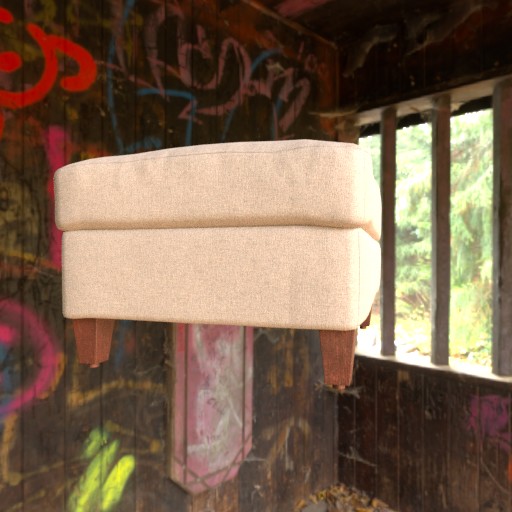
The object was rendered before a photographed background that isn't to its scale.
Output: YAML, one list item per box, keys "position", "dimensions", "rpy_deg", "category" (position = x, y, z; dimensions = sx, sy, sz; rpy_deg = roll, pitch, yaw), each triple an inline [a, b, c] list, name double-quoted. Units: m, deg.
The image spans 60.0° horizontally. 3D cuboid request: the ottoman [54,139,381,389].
- position: [0.000, 0.000, 1.293]
  dimensions: [0.692, 0.511, 0.902]
  rpy_deg: [0, 0, 17]
  category: "ottoman"
